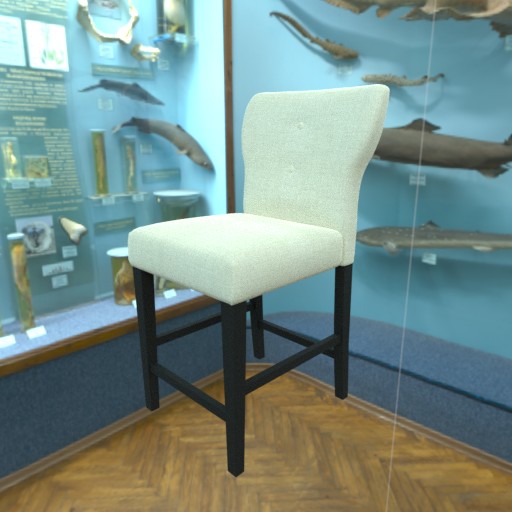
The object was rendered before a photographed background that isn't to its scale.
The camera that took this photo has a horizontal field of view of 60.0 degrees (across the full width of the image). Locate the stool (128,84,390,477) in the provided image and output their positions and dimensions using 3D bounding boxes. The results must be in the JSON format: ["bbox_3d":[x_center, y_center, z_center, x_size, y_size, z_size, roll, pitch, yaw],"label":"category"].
[{"bbox_3d":[0.000,0.000,1.317,0.514,0.972,0.603,15,21,43],"label":"stool"}]
